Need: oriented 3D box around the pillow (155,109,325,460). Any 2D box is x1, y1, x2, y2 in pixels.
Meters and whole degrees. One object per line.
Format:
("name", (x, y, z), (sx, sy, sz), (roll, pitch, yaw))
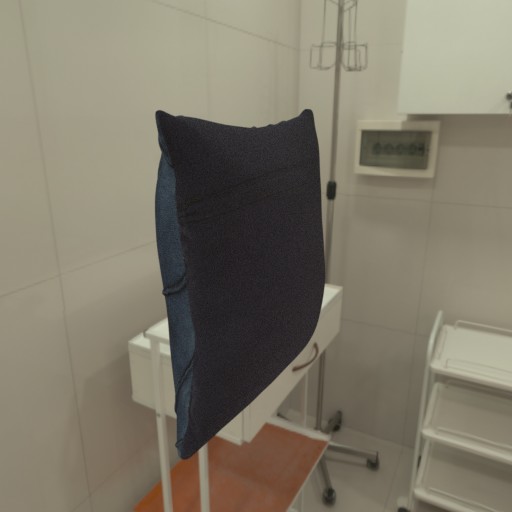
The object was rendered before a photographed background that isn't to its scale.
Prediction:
("pillow", (0.000, 0.000, 0.690), (0.183, 0.440, 0.439), (9, 19, 26))
